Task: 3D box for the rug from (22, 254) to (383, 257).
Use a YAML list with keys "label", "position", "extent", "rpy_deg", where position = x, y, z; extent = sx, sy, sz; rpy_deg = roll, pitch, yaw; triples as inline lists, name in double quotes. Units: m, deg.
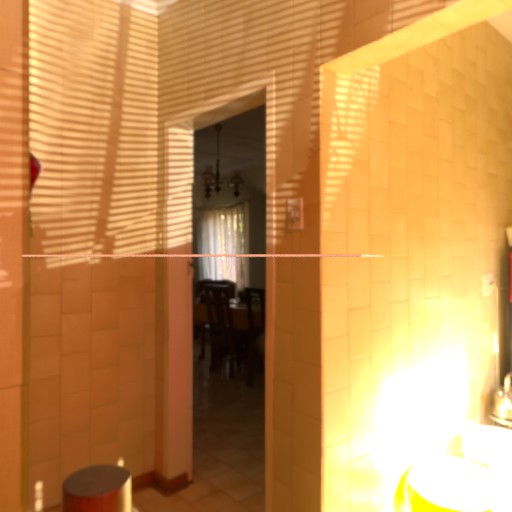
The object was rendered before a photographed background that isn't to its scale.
- label: "rug"
  position: [0.000, 0.000, 2.307]
  extent: [1.220, 0.007, 1.828]
  rpy_deg: [0, 0, 18]
